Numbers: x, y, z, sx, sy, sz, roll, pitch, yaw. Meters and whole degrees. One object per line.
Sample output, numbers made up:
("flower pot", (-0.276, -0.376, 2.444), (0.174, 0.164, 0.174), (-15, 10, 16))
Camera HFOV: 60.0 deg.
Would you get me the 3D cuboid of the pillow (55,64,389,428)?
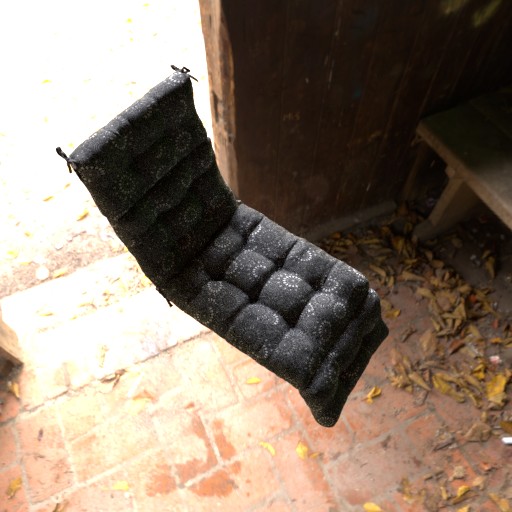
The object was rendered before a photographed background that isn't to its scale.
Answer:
("pillow", (0.000, 0.000, 1.518), (1.016, 0.863, 0.526), (31, 63, 18))
